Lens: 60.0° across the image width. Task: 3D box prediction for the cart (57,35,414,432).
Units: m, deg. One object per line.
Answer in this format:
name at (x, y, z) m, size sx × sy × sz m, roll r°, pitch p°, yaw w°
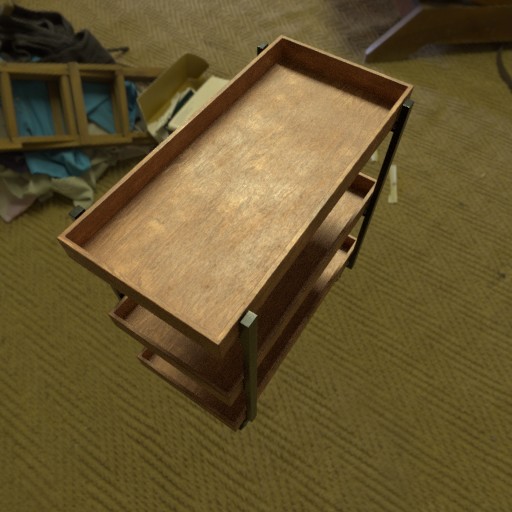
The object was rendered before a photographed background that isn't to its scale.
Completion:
cart at (0.000, 0.000, 1.240) m, size 0.411 × 0.800 × 0.750 m, roll 30°, pitch 63°, yaw 17°
